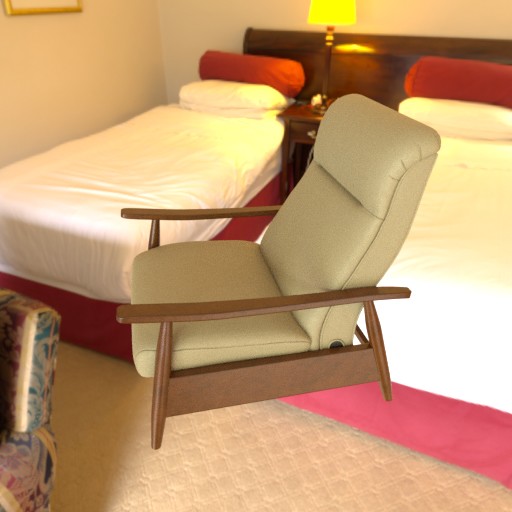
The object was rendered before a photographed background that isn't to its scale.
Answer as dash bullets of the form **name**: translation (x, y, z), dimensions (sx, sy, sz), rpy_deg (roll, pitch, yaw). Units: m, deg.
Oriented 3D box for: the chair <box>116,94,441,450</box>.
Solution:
- **chair**: translation (0.000, 0.000, 1.733), dimensions (1.014, 1.082, 0.762), rpy_deg (-7, 32, -12)
